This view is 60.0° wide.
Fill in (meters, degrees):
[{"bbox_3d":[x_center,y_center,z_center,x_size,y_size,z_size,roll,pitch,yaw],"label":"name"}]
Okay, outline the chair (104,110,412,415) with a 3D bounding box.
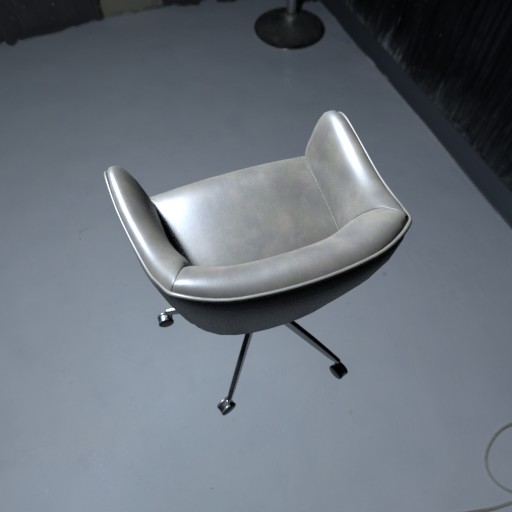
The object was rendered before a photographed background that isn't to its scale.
[{"bbox_3d":[0.000,0.000,1.325,0.713,0.827,0.689,-17,61,-10],"label":"chair"}]
